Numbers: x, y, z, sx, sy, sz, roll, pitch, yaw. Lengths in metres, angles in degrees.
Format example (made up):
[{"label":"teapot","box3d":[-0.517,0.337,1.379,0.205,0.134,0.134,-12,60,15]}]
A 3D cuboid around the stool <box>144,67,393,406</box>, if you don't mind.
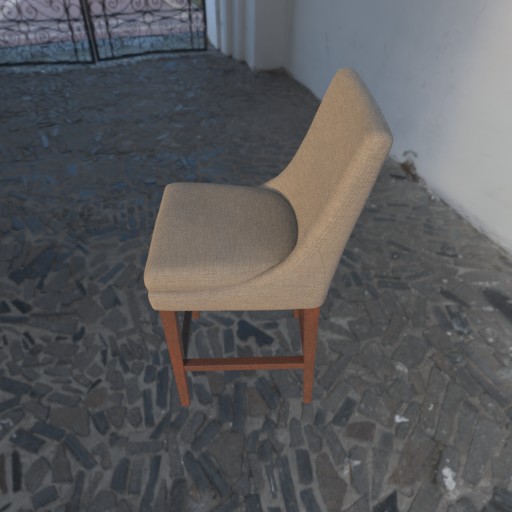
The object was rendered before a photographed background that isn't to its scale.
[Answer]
[{"label":"stool","box3d":[0.000,0.000,1.343,0.577,0.981,0.470,-1,41,-1]}]
